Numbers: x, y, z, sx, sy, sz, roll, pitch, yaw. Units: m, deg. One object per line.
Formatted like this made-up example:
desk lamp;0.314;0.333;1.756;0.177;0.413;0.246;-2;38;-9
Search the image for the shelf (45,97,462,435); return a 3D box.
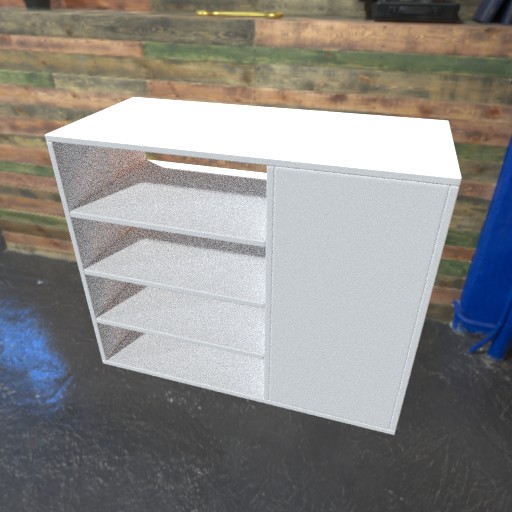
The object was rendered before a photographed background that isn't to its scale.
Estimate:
shelf;0.000;0.000;1.261;0.895;0.732;0.396;9;33;14
